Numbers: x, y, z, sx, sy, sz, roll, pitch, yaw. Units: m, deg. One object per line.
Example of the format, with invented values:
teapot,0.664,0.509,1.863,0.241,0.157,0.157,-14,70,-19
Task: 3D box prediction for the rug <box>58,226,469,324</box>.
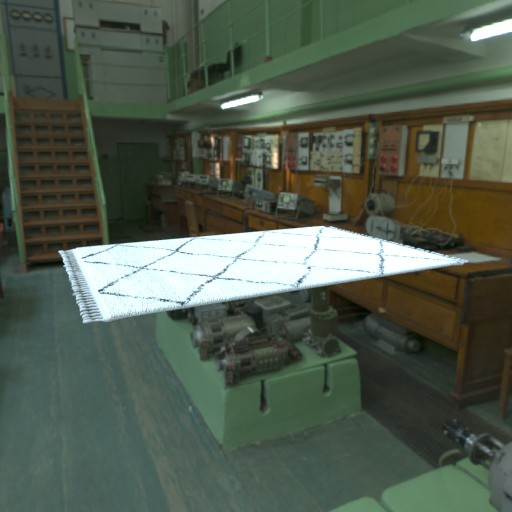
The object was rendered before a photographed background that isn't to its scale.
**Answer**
rug,0.000,0.000,2.917,2.307,0.031,1.494,-7,15,-26
